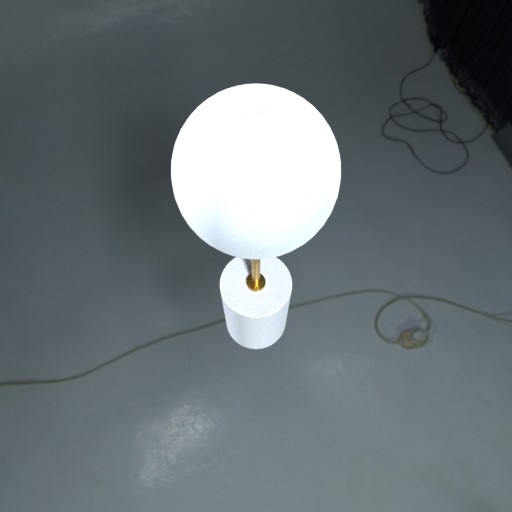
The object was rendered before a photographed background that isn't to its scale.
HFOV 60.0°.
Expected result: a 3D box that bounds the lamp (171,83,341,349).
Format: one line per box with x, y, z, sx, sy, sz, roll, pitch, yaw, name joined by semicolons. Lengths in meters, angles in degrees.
0.000;0.000;0.551;0.153;0.480;0.153;0;63;0;lamp
